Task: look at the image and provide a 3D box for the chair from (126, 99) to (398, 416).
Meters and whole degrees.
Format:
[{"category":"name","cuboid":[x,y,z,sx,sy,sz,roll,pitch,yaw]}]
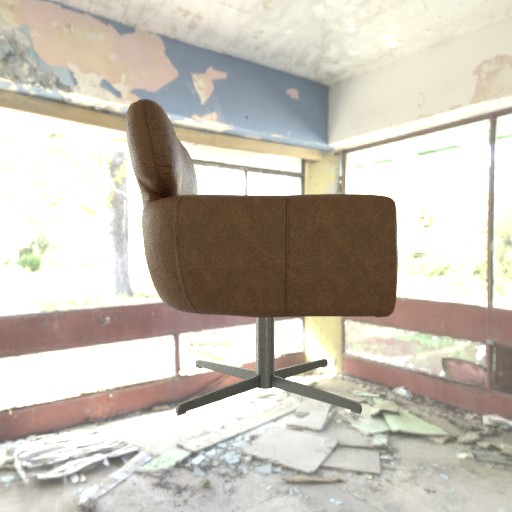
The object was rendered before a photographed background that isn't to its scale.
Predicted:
[{"category":"chair","cuboid":[0.000,0.000,1.371,0.715,0.812,0.706,0,1,-2]}]
